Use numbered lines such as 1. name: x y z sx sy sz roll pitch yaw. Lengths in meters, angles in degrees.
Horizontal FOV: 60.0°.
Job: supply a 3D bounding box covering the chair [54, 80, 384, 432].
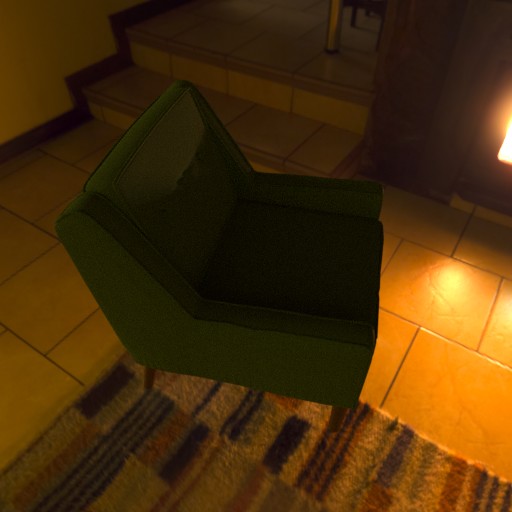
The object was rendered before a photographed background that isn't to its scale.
1. chair: 0.000 0.000 1.325 0.743 0.792 0.663 10 46 9
